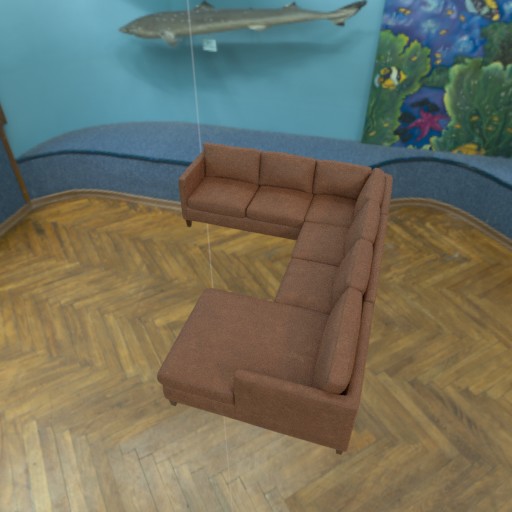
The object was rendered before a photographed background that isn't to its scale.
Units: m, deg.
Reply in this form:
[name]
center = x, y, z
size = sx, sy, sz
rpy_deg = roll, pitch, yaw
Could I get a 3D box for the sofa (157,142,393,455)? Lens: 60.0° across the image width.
[sofa]
center = 0.000, 0.000, 4.797
size = 2.593, 0.923, 3.460
rpy_deg = 11, 41, 13
